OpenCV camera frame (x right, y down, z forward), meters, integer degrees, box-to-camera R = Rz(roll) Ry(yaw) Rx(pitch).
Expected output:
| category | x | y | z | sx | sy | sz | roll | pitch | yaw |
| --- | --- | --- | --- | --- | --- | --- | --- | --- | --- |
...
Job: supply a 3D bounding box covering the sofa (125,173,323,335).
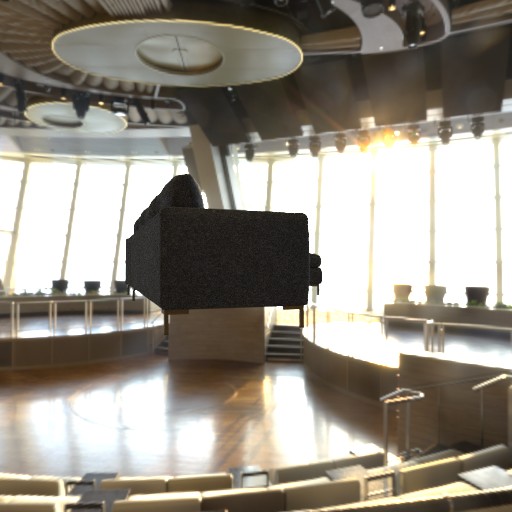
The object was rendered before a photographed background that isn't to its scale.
| category | x | y | z | sx | sy | sz | roll | pitch | yaw |
| --- | --- | --- | --- | --- | --- | --- | --- | --- | --- |
| sofa | 0.000 | 0.000 | 3.810 | 2.007 | 0.815 | 2.949 | 0 | -1 | -20 |
